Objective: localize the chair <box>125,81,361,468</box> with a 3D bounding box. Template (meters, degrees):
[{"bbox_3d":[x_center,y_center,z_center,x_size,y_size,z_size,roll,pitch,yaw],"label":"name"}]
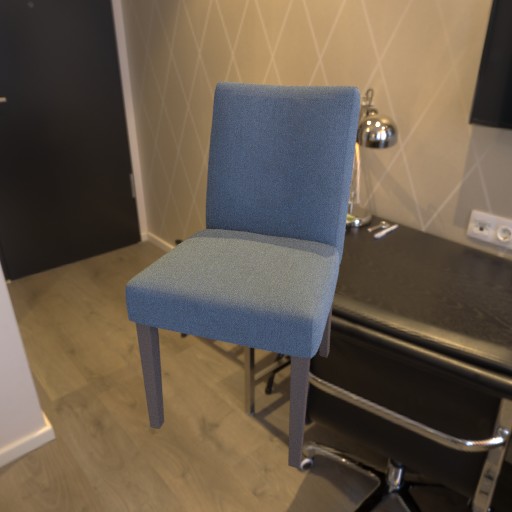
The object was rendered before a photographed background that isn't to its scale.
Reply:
[{"bbox_3d":[0.000,0.000,1.270,0.487,0.882,0.629,8,27,16],"label":"chair"}]
